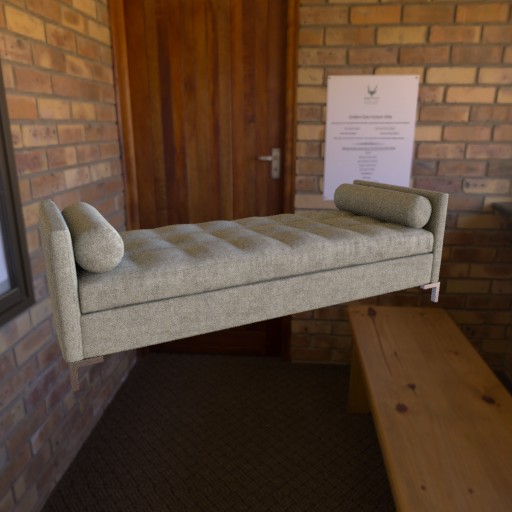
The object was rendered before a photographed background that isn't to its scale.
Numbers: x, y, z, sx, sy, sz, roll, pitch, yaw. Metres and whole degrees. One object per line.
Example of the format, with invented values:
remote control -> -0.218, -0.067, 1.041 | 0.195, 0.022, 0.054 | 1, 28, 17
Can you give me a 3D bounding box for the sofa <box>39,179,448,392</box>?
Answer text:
sofa -> 0.000, 0.000, 2.458 | 2.102, 0.657, 0.797 | -8, 18, -26
